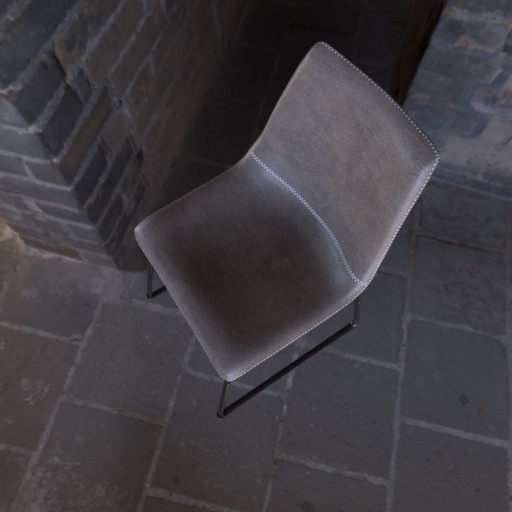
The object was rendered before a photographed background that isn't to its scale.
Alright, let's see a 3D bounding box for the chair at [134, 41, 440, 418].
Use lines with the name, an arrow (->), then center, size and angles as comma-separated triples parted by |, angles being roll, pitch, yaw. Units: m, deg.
chair -> 0.000, 0.000, 1.078 | 0.550, 0.780, 0.460 | -31, 68, -14
